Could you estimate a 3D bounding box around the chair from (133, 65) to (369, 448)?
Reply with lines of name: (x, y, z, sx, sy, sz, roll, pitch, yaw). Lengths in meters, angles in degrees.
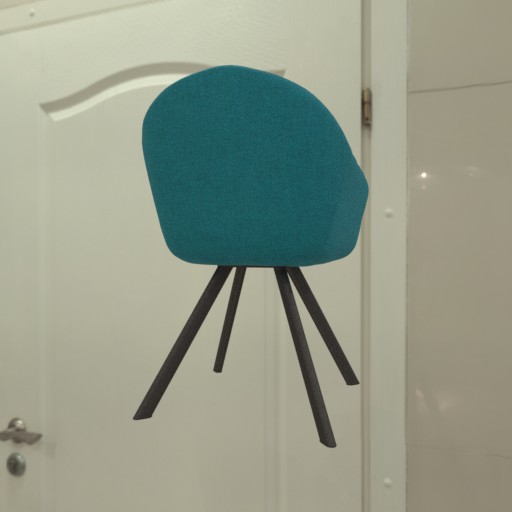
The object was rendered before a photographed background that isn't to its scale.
chair: (0.000, 0.000, 1.160, 0.545, 0.775, 0.565, 0, 0, 19)
